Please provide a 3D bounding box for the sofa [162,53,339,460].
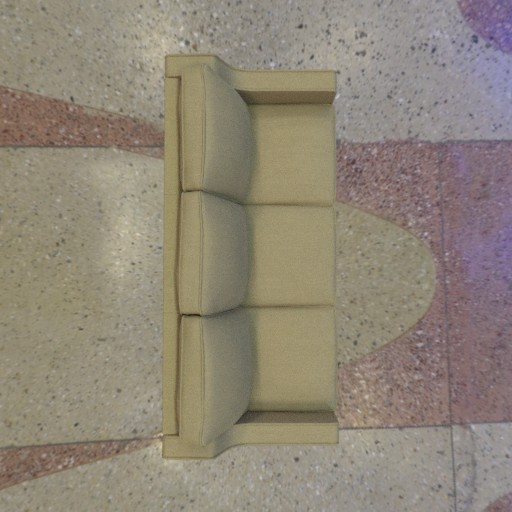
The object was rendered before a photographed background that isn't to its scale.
[{"bbox_3d":[0.000,0.000,2.499,0.911,0.974,1.986,0,88,1],"label":"sofa"}]
